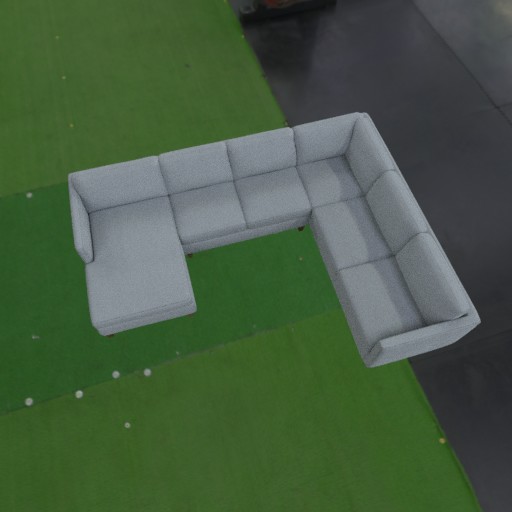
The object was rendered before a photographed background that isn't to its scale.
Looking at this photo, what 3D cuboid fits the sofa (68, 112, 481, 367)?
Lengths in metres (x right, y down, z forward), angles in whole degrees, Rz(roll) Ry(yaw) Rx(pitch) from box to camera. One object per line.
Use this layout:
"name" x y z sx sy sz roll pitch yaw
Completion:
"sofa" 0.000 0.000 4.285 3.238 0.853 2.551 -14 63 -7
